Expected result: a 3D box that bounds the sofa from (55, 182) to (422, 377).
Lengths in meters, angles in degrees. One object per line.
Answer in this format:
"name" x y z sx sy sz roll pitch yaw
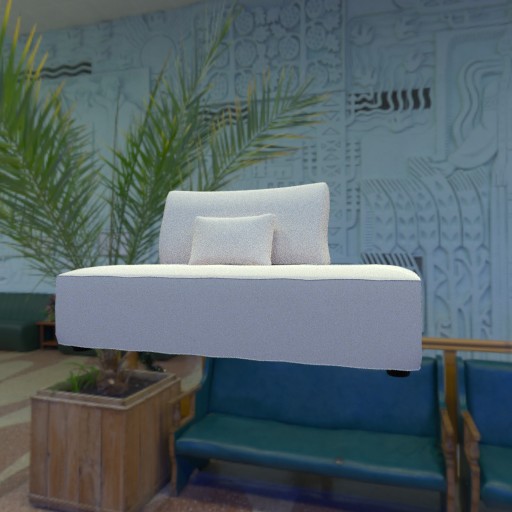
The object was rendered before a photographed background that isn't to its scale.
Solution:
"sofa" 0.000 0.000 2.109 1.450 0.820 1.000 0 -1 19
